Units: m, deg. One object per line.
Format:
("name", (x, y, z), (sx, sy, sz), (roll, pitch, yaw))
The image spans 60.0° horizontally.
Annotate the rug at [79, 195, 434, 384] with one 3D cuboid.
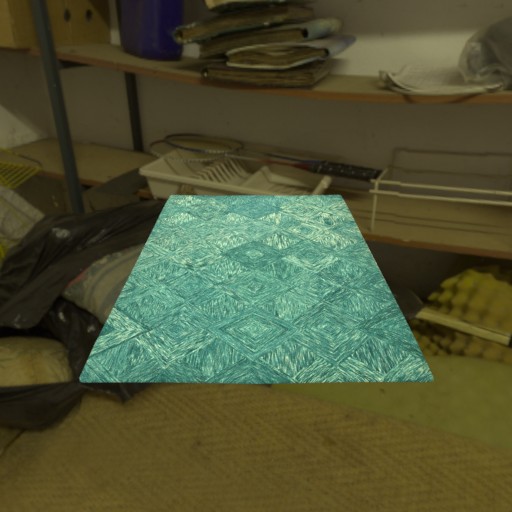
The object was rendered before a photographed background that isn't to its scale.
("rug", (0.000, 0.000, 2.159), (1.136, 0.017, 1.728), (0, 27, 0))
